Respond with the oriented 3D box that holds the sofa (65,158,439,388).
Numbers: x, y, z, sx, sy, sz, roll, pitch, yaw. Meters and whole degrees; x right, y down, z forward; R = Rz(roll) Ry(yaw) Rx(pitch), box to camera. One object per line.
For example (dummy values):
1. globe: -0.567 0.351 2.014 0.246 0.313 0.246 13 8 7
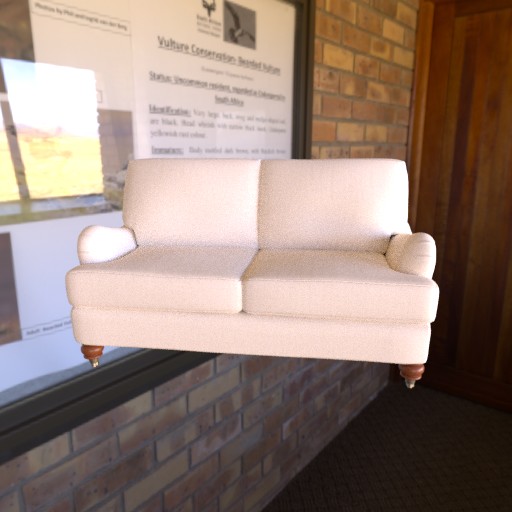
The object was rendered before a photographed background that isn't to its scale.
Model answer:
1. sofa: 0.000 0.000 2.581 1.853 1.101 1.084 2 14 7
